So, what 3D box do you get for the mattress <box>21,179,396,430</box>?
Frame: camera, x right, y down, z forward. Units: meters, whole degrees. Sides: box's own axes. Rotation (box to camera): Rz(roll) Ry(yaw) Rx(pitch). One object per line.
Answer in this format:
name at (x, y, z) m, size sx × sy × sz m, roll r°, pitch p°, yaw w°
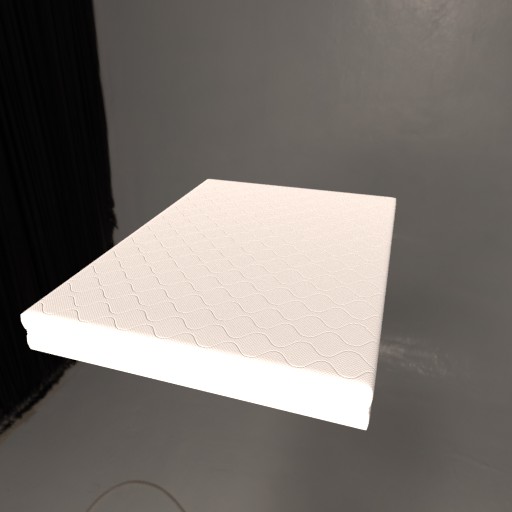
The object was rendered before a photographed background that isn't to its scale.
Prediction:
mattress at (0.000, 0.000, 2.440) m, size 1.400 × 0.200 × 1.900 m, roll 8°, pitch 28°, yaw 16°
